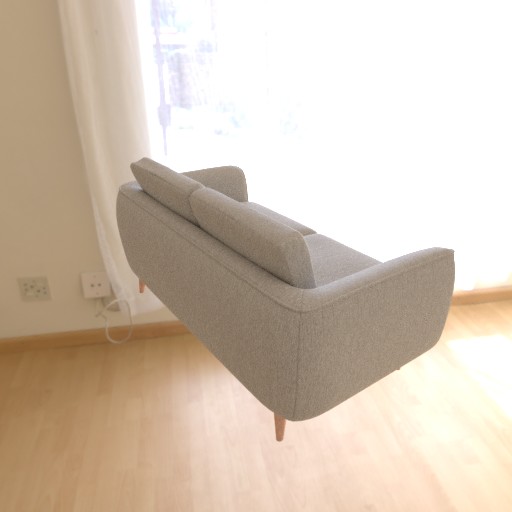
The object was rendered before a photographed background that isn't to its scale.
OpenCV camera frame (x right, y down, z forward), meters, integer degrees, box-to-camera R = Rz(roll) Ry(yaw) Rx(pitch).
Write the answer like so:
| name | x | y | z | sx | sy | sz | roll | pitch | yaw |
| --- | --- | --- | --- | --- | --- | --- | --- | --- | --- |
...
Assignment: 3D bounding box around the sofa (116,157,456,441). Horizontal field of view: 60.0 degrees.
| name | x | y | z | sx | sy | sz | roll | pitch | yaw |
| --- | --- | --- | --- | --- | --- | --- | --- | --- | --- |
| sofa | 0.000 | 0.000 | 2.265 | 0.920 | 0.850 | 1.700 | -17 | 31 | -31 |
